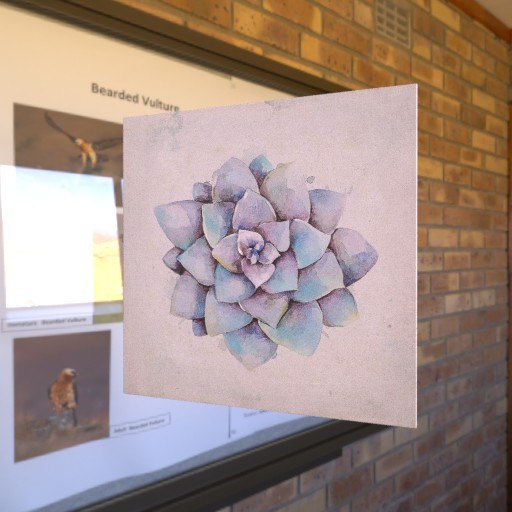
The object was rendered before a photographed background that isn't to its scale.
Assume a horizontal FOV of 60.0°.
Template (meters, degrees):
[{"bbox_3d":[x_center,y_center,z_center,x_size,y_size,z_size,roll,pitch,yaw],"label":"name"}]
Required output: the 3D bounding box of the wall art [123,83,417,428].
[{"bbox_3d":[0.000,0.000,1.117,0.762,0.762,0.038,0,0,19],"label":"wall art"}]
